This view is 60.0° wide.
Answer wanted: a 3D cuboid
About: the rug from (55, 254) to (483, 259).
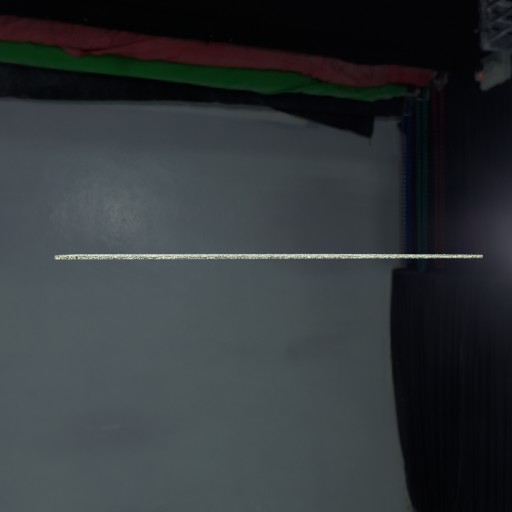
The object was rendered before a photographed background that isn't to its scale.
[{"bbox_3d":[0.000,0.000,2.938,2.297,0.018,1.532,0,0,-19],"label":"rug"}]
